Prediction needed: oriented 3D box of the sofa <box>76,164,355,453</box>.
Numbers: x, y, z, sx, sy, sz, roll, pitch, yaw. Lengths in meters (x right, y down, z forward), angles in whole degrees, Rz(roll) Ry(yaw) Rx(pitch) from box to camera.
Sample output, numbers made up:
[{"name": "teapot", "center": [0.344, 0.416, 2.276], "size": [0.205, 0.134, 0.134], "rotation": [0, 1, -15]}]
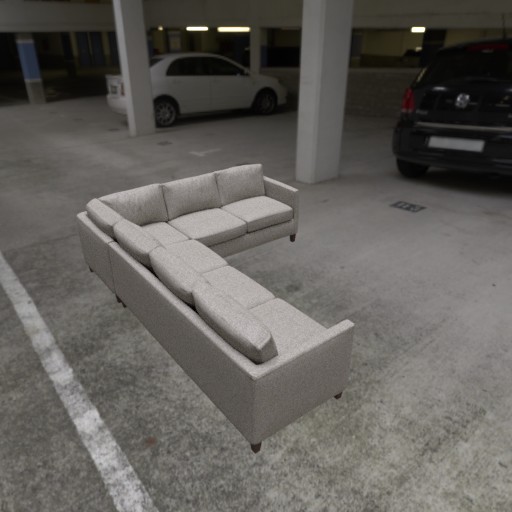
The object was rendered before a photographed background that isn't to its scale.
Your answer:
[{"name": "sofa", "center": [0.000, 0.000, 4.572], "size": [2.593, 0.947, 3.302], "rotation": [-20, 33, -33]}]
